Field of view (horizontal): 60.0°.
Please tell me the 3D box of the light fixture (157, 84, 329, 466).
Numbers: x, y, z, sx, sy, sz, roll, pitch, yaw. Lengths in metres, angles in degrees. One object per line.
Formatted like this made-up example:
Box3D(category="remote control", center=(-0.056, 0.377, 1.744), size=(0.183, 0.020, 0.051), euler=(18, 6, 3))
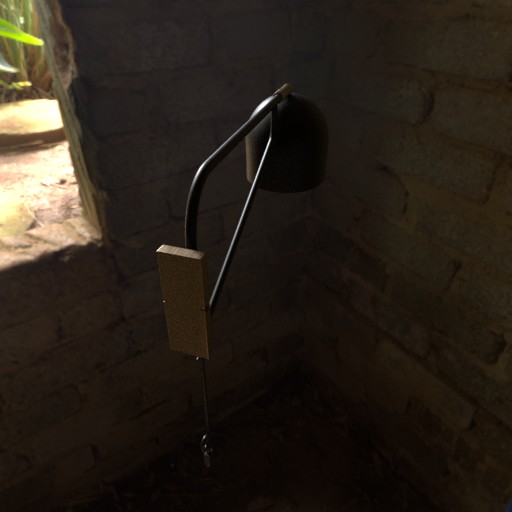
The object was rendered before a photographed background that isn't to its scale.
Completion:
Box3D(category="light fixture", center=(0.000, 0.000, 1.064), size=(0.215, 0.696, 0.720), euler=(10, 34, 16))
